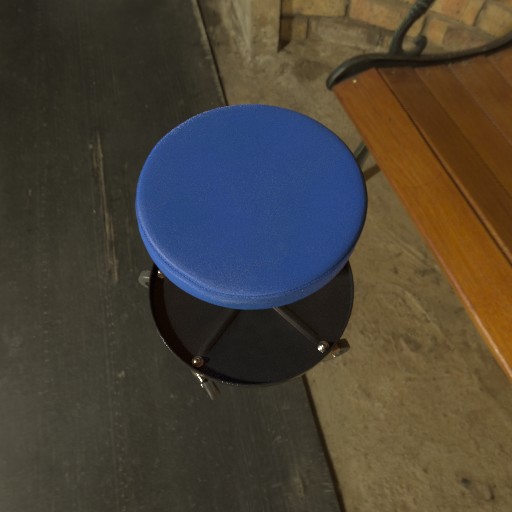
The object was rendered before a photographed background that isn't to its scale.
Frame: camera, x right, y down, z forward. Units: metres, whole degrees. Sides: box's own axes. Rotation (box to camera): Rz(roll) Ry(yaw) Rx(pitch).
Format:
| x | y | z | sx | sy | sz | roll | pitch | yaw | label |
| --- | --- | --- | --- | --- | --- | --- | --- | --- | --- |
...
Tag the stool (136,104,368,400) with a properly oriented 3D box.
| x | y | z | sx | sy | sz | roll | pitch | yaw | label |
| --- | --- | --- | --- | --- | --- | --- | --- | --- | --- |
| 0.000 | 0.000 | 0.676 | 0.381 | 0.365 | 0.382 | 35 | 68 | 16 | stool |
